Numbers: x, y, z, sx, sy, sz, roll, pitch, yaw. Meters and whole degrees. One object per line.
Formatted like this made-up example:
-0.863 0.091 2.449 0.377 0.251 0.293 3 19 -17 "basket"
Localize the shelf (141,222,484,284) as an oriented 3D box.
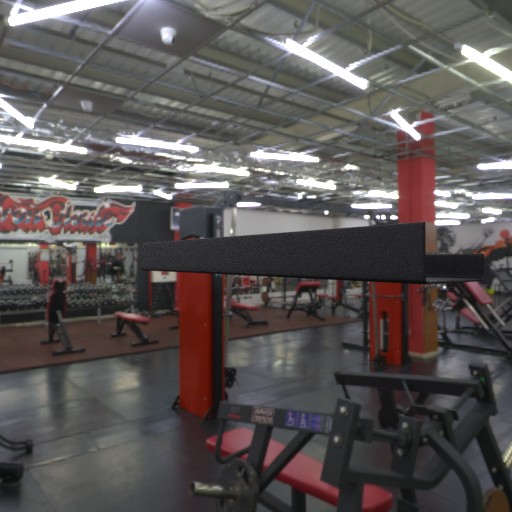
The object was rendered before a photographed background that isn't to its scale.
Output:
0.000 0.000 0.641 0.102 0.053 0.605 0 -1 -37 "shelf"
